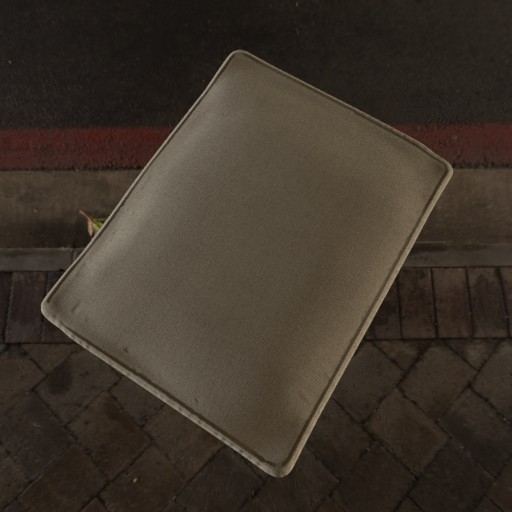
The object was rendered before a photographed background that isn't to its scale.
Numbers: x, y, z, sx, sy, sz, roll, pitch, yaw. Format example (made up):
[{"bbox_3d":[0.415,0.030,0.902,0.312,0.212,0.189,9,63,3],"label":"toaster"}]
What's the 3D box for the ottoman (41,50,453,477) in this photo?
[{"bbox_3d":[0.000,0.000,1.192,0.650,0.485,0.833,31,76,8],"label":"ottoman"}]
